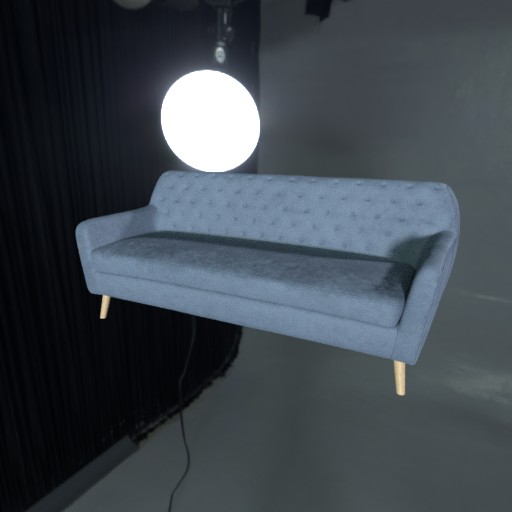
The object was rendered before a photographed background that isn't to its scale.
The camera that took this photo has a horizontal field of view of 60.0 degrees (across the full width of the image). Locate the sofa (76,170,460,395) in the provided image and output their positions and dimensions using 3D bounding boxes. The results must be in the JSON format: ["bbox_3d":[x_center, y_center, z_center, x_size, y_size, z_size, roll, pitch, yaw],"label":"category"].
[{"bbox_3d":[0.000,0.000,2.447,1.975,0.832,0.841,8,17,27],"label":"sofa"}]
